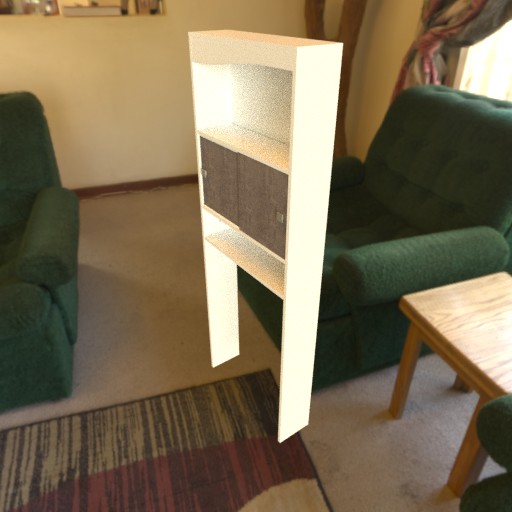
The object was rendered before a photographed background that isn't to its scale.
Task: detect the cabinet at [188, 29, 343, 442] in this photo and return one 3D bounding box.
[{"bbox_3d":[0.000,0.000,1.990,0.192,1.770,0.643,-21,37,-30],"label":"cabinet"}]
